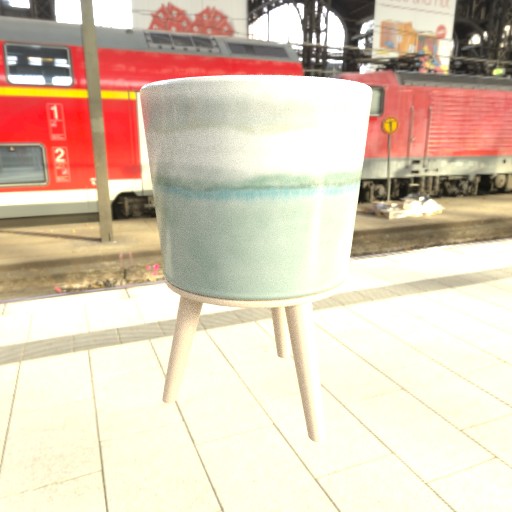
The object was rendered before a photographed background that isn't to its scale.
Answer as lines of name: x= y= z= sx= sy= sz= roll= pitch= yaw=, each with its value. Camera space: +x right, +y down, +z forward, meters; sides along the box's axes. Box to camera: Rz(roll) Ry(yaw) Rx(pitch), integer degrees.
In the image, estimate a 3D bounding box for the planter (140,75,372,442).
planter: x=0.000 y=0.000 z=0.572 sx=0.265 sy=0.404 sz=0.265 roll=-7 pitch=16 yaw=-24
